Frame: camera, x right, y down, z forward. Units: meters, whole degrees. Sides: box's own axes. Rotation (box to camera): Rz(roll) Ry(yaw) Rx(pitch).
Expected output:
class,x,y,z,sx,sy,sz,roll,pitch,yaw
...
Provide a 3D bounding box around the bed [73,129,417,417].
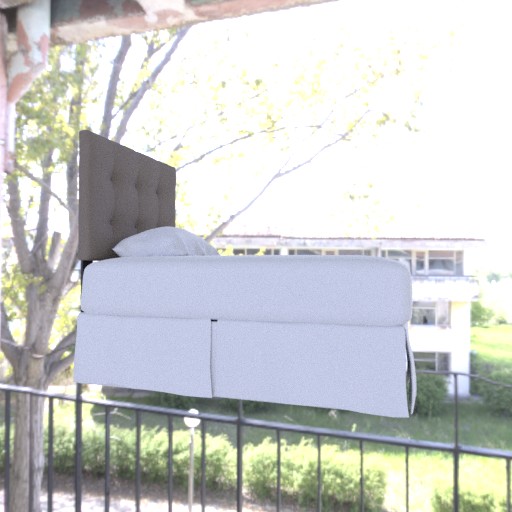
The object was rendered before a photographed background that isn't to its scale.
class,x,y,z,sx,sy,sz,roll,pitch,yaw
bed,0.000,0.000,2.977,1.997,1.571,1.261,0,-1,18
